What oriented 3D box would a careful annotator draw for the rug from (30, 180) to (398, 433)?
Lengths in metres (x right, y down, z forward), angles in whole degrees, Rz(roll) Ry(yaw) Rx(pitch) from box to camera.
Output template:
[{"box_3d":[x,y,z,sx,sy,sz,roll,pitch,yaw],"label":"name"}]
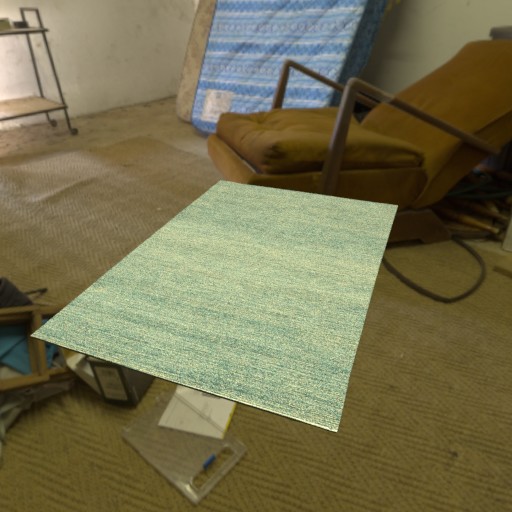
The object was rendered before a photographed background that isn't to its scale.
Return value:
[{"box_3d":[0.000,0.000,5.165,2.802,0.052,4.078,11,33,18],"label":"rug"}]
